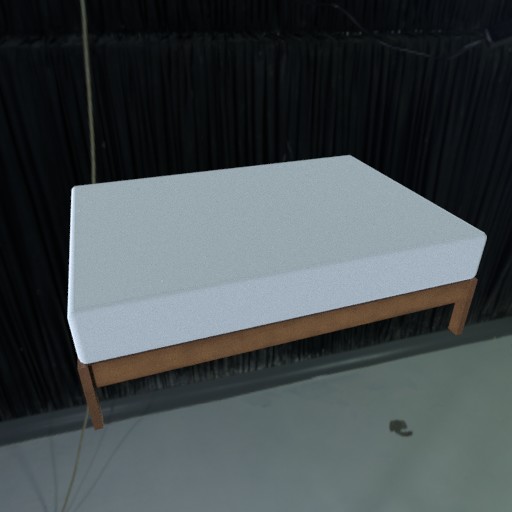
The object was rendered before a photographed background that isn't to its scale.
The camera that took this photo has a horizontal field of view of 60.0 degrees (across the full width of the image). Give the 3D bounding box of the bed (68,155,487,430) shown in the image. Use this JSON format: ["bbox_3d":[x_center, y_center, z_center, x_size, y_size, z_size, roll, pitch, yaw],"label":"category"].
[{"bbox_3d":[0.000,0.000,2.561,1.927,0.616,1.348,-10,32,-16],"label":"bed"}]
